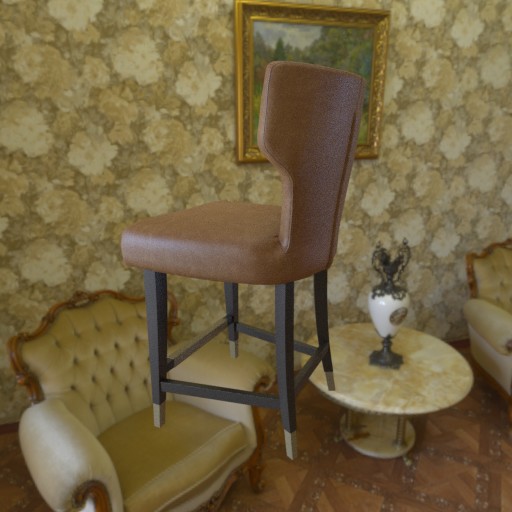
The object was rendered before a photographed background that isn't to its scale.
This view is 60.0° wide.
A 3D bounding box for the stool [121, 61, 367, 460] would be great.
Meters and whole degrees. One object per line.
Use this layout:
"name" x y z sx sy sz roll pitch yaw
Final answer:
"stool" 0.000 0.000 1.297 0.563 0.982 0.526 8 17 25
